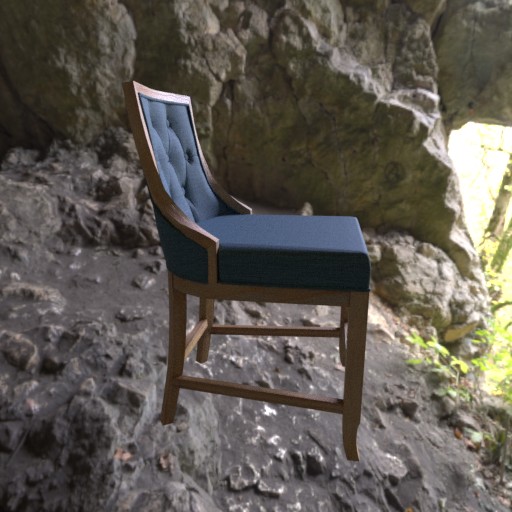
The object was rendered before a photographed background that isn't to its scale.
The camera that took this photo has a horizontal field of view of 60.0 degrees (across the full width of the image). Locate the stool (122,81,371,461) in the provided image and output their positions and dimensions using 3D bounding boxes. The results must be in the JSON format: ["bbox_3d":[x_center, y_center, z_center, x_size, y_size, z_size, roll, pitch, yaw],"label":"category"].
[{"bbox_3d":[0.000,0.000,1.318,0.626,0.938,0.524,2,15,9],"label":"stool"}]
